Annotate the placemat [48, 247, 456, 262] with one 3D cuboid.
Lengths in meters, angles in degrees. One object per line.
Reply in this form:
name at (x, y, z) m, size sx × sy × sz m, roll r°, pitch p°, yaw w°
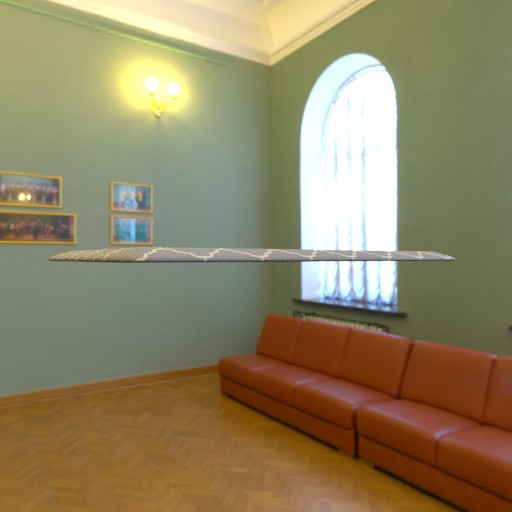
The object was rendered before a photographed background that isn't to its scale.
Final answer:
placemat at (0.000, 0.000, 0.971) m, size 0.762 × 0.021 × 0.508 m, roll 0°, pitch 0°, yaw -35°
